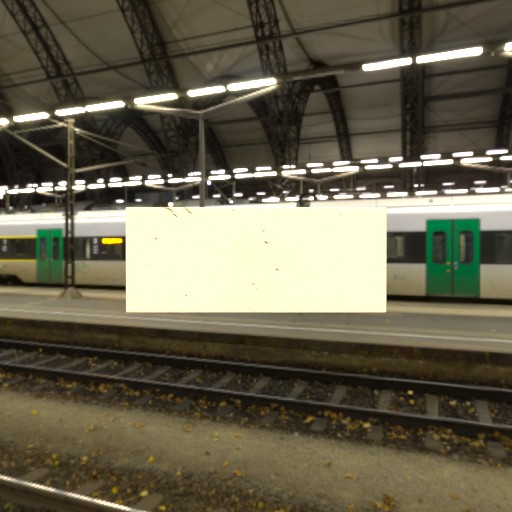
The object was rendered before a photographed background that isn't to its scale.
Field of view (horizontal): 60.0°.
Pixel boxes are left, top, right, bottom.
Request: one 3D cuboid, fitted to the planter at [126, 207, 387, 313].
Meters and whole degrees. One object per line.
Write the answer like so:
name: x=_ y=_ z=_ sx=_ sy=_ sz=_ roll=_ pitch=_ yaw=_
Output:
planter: x=0.000 y=0.000 z=0.382 sx=0.127 sy=0.051 sz=0.333 roll=0 pitch=1 yaw=0
